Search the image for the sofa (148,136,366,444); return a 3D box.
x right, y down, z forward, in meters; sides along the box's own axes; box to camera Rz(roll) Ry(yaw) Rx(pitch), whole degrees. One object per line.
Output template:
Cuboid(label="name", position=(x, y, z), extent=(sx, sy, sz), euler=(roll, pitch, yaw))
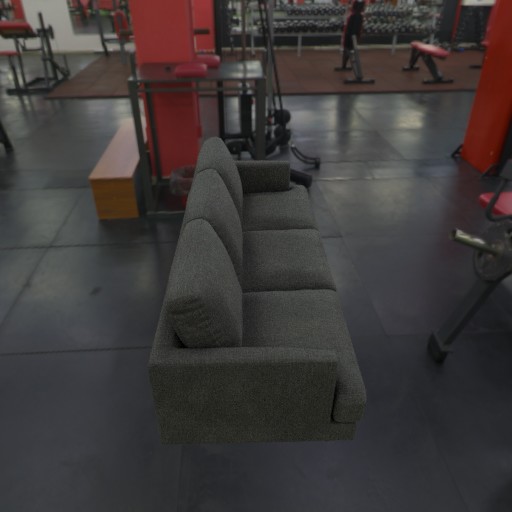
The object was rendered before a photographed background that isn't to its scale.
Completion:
Cuboid(label="sofa", position=(0.000, 0.000, 2.769), extent=(0.903, 0.930, 2.246), euler=(-1, 33, -1))
